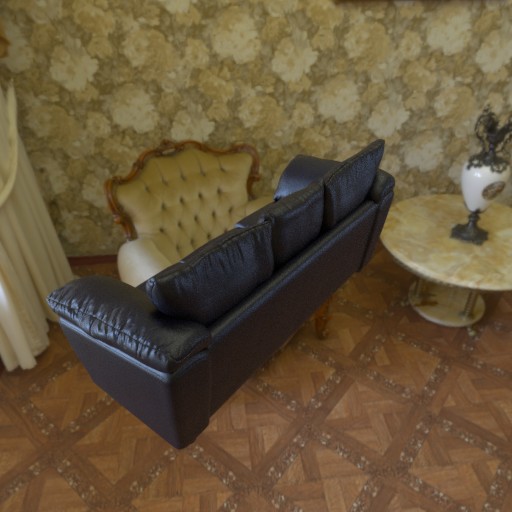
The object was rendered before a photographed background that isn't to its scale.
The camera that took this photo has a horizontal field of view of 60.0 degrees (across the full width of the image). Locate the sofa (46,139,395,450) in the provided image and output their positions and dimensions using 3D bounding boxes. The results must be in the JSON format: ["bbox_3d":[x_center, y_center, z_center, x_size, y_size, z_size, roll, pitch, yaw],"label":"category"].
[{"bbox_3d":[0.000,0.000,2.822,0.880,1.073,2.336,23,40,30],"label":"sofa"}]
